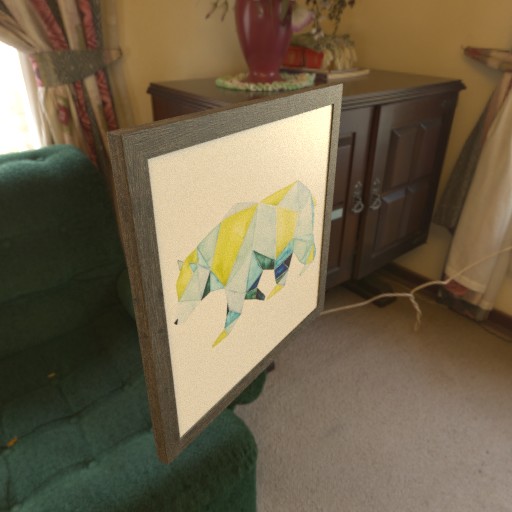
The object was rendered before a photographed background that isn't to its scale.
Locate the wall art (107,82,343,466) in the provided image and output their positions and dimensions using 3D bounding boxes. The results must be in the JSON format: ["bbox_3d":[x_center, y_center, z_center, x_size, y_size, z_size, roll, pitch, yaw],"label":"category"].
[{"bbox_3d":[0.000,0.000,0.686,0.027,0.459,0.462,19,33,31],"label":"wall art"}]
